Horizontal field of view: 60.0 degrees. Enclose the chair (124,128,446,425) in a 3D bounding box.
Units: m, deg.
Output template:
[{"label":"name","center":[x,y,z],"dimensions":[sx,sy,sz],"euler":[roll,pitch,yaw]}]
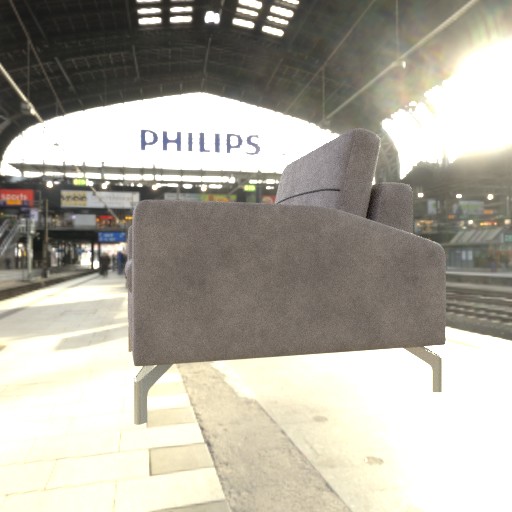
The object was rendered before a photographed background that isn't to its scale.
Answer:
[{"label":"chair","center":[0.000,0.000,1.583],"dimensions":[0.900,0.800,0.900],"euler":[0,0,-17]}]
